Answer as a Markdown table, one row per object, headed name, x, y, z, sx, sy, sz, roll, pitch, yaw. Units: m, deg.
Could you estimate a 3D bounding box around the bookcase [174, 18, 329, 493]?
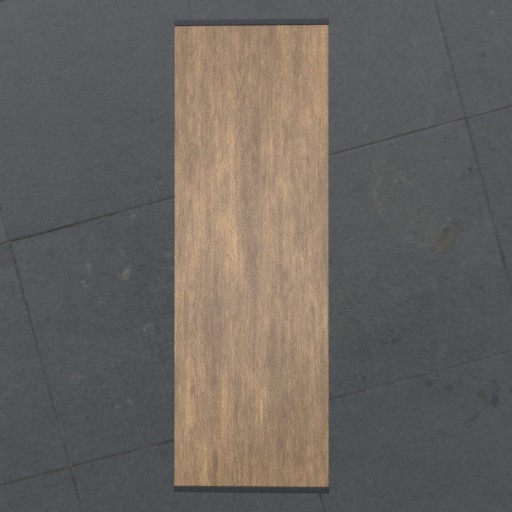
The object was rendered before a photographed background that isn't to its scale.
| name | x | y | z | sx | sy | sz | roll | pitch | yaw |
| --- | --- | --- | --- | --- | --- | --- | --- | --- | --- |
| bookcase | 0.000 | 0.000 | 1.429 | 0.391 | 0.712 | 1.149 | 0 | 90 | 1 |
